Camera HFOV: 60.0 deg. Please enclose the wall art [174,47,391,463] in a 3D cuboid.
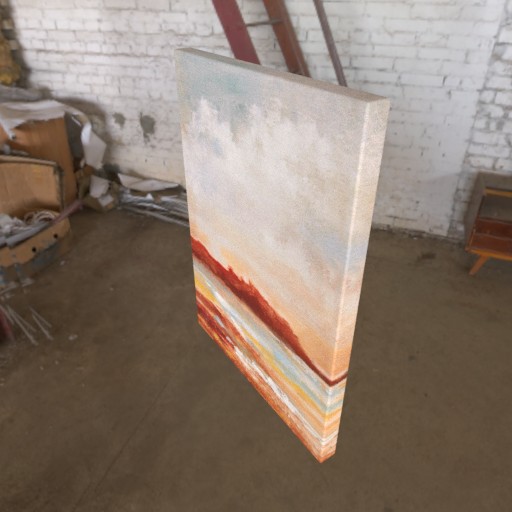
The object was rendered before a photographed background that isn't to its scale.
[{"bbox_3d":[0.000,0.000,0.762,0.035,0.605,0.443,-20,38,-28],"label":"wall art"}]
